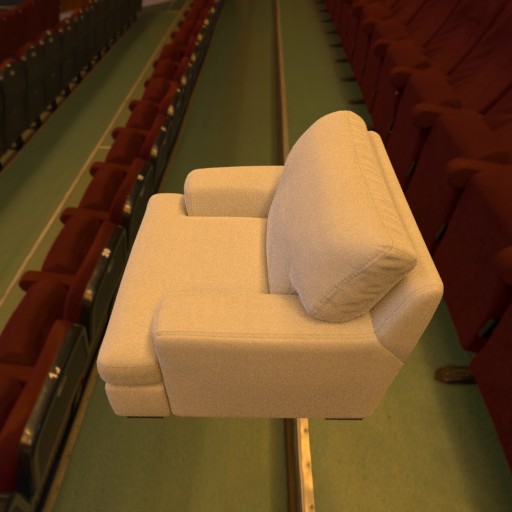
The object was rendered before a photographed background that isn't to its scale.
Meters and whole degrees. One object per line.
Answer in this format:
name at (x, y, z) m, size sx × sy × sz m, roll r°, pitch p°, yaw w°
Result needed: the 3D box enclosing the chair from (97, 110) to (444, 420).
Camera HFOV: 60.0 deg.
chair at (0.000, 0.000, 1.929) m, size 1.158 × 0.930 × 1.140 m, roll 0°, pitch 42°, yaw 0°
